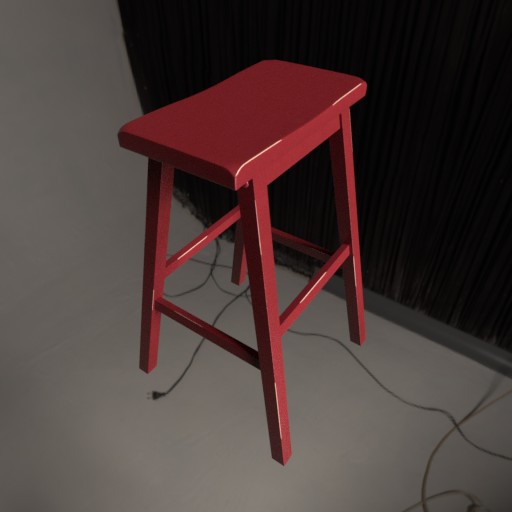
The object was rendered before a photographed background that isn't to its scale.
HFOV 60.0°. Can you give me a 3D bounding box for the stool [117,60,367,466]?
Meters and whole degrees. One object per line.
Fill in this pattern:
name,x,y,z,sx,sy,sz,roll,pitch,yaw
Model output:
stool,0.000,0.000,1.037,0.476,0.737,0.457,24,46,26
